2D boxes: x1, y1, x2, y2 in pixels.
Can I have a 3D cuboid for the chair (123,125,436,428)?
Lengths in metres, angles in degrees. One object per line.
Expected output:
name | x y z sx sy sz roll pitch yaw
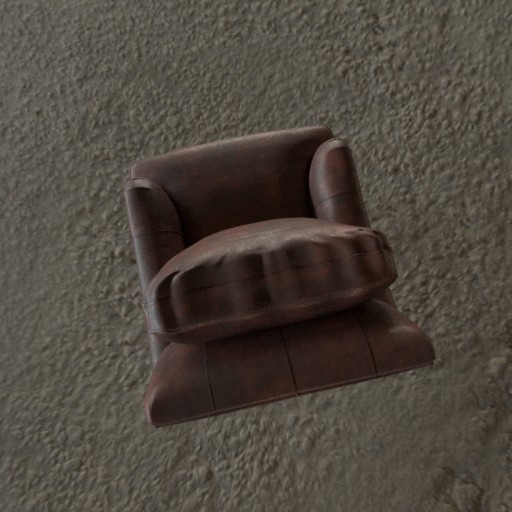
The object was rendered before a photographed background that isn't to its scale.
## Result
chair | 0.000 0.000 1.908 0.987 1.051 1.156 -12 75 -3
